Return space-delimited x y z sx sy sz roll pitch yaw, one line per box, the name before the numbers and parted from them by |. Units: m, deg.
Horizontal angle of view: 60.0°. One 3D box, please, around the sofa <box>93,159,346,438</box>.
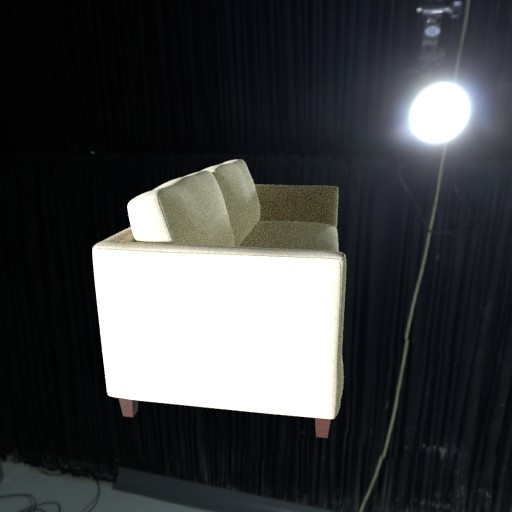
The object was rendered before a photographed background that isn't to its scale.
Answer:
sofa | 0.000 0.000 2.489 0.950 0.963 1.884 3 17 9
